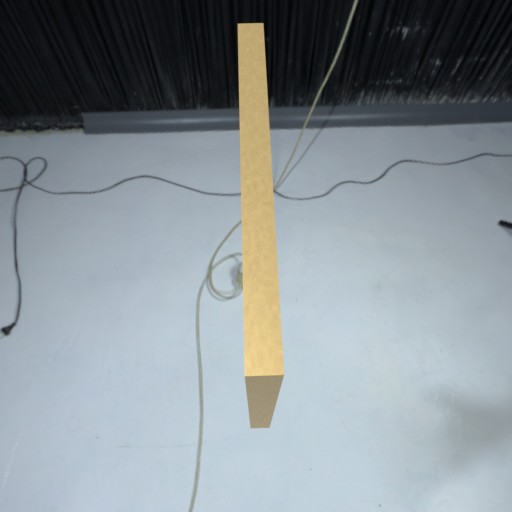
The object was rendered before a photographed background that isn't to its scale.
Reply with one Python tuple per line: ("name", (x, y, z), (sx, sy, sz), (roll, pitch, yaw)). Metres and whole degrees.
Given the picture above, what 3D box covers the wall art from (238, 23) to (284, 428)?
("wall art", (0.000, 0.000, 1.928), (0.095, 1.284, 1.284), (-2, 64, -1))
